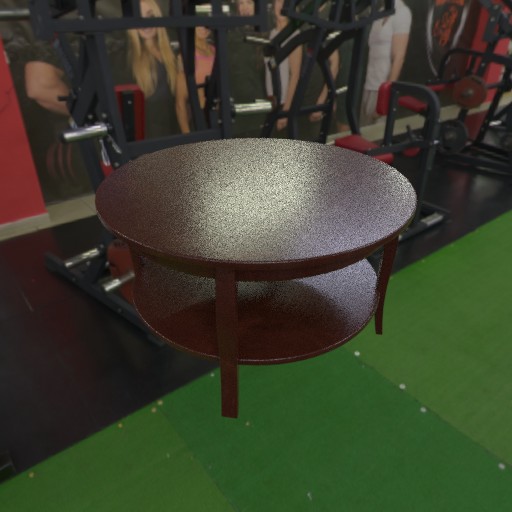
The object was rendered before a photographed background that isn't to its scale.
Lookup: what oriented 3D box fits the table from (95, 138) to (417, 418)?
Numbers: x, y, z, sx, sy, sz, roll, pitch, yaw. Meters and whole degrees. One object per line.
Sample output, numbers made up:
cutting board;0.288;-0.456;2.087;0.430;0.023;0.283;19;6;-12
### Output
table;0.000;0.000;1.441;0.911;0.512;0.911;0;31;0
